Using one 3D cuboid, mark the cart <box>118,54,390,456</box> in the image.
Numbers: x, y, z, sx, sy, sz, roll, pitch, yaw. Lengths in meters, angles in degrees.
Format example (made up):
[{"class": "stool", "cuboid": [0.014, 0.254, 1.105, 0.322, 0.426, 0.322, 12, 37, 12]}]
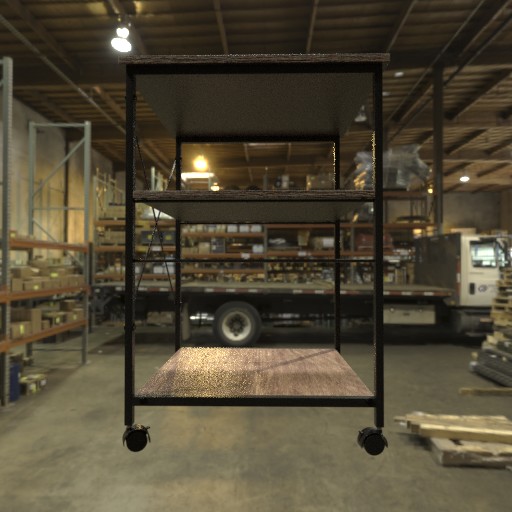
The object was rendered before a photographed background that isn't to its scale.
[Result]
[{"class": "cart", "cuboid": [0.000, 0.000, 1.102, 0.520, 0.762, 0.521, 0, -1, 1]}]
